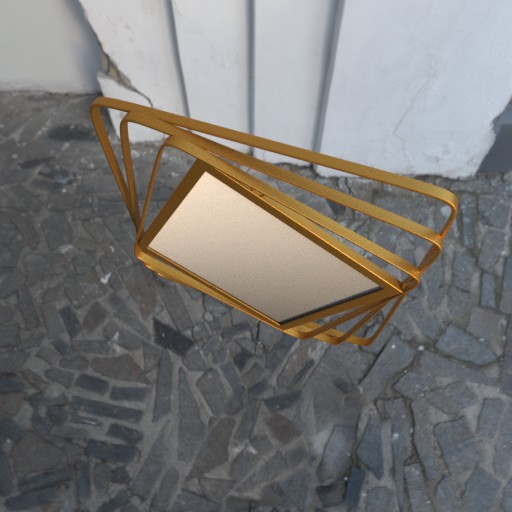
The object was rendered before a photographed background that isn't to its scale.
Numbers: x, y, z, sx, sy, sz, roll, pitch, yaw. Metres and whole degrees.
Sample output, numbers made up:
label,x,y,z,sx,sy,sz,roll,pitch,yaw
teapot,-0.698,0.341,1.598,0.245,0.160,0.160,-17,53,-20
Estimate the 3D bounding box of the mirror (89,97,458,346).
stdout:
label,x,y,z,sx,sy,sz,roll,pitch,yaw
mirror,0.000,0.000,0.700,0.470,0.468,0.045,18,61,10
